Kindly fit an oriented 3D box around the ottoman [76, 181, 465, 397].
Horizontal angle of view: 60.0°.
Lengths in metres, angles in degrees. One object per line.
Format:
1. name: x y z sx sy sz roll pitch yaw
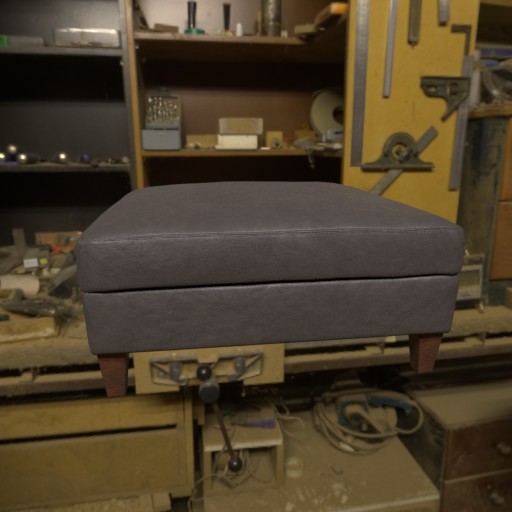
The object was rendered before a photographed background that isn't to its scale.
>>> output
1. ottoman: 0.000 0.000 1.325 0.844 0.415 0.836 -2 15 -8
